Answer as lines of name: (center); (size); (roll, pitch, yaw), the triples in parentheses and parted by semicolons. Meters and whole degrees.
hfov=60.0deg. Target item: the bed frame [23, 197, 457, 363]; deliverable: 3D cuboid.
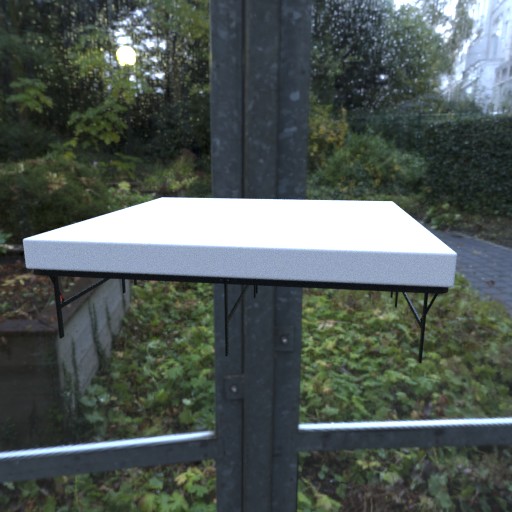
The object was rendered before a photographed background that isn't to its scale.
bed frame: (0.000, 0.000, 3.025); (2.032, 0.559, 1.930); (2, 14, 9)
